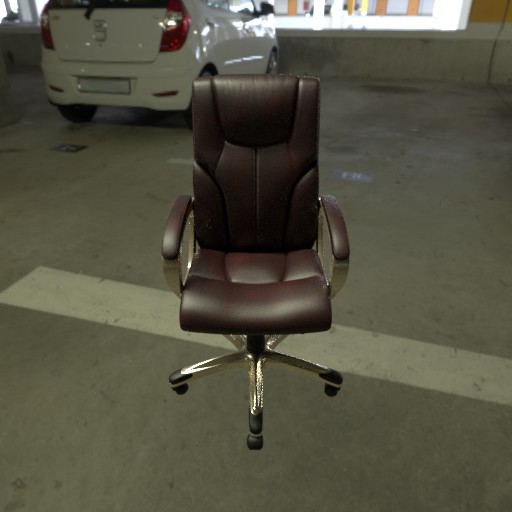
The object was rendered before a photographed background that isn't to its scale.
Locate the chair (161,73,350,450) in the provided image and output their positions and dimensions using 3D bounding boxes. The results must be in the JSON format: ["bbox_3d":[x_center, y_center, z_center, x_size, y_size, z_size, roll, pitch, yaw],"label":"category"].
[{"bbox_3d":[0.000,0.000,1.546,0.662,1.107,0.739,0,29,0],"label":"chair"}]
